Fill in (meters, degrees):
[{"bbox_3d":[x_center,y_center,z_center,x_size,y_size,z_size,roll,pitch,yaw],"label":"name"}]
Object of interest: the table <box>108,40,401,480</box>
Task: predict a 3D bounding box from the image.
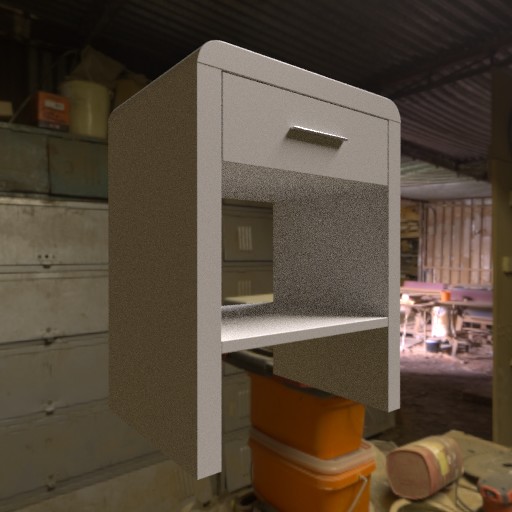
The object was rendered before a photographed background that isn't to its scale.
[{"bbox_3d":[0.000,0.000,0.852,0.450,0.590,0.350,0,0,-37],"label":"table"}]
